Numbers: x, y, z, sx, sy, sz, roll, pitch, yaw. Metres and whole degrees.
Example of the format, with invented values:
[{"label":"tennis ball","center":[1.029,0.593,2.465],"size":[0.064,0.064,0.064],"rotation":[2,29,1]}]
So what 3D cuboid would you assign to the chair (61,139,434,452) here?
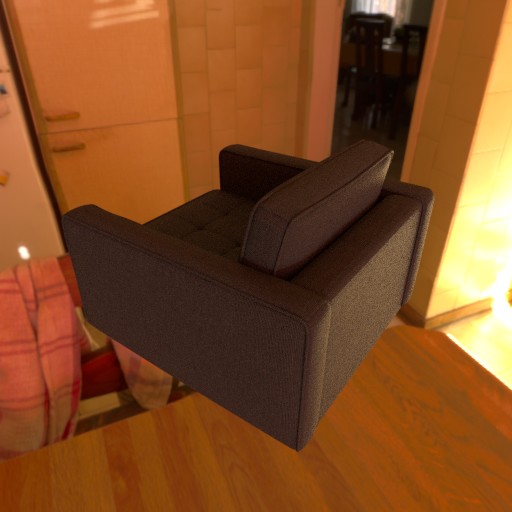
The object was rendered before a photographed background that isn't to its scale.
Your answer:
[{"label":"chair","center":[0.000,0.000,1.564],"size":[0.919,0.770,0.899],"rotation":[21,37,30]}]
